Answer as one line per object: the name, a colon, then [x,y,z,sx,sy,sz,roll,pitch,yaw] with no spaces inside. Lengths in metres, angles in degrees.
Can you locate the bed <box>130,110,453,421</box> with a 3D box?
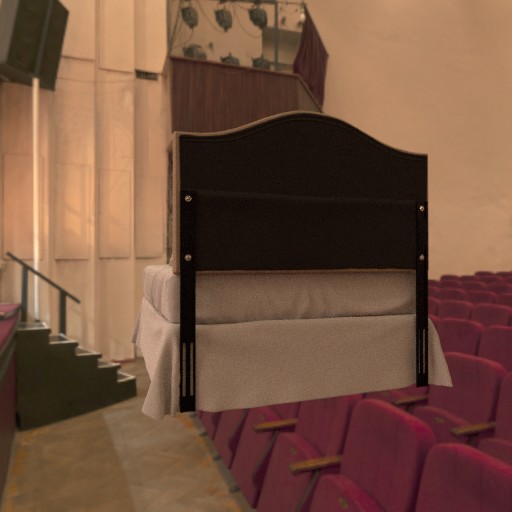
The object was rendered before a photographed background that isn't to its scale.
bed: [0.000,0.000,3.494,1.876,1.645,2.221,0,0,-18]
